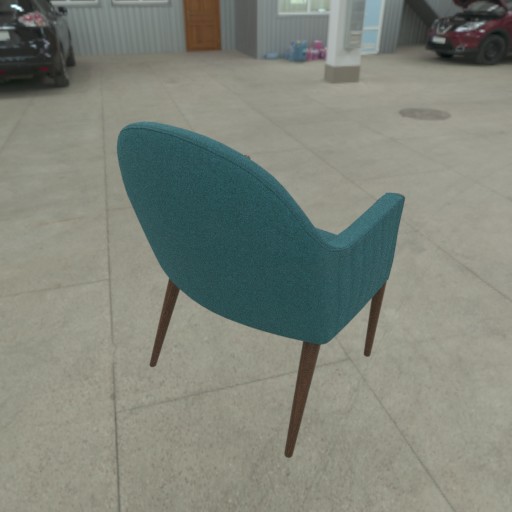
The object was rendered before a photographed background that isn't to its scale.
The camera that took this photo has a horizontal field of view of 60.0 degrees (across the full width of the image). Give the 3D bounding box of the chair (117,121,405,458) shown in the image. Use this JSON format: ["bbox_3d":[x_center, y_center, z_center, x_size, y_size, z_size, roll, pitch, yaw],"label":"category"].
[{"bbox_3d":[0.000,0.000,1.337,0.656,0.907,0.652,22,37,32],"label":"chair"}]
